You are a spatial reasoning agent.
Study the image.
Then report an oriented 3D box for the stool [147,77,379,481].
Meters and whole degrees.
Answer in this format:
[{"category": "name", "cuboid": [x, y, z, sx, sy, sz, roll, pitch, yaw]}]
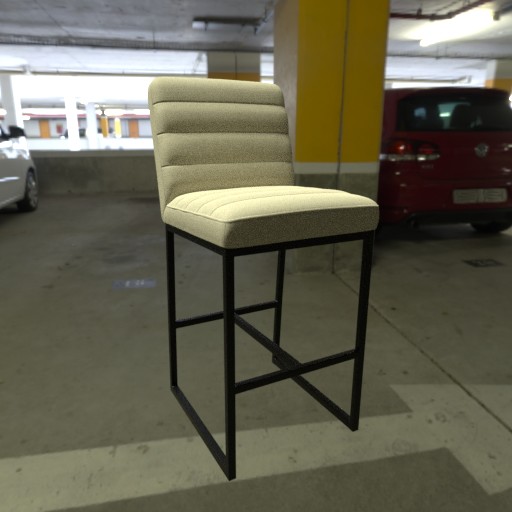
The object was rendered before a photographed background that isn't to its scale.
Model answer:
[{"category": "stool", "cuboid": [0.000, 0.000, 1.335, 0.460, 1.040, 0.560, -8, 17, -27]}]
